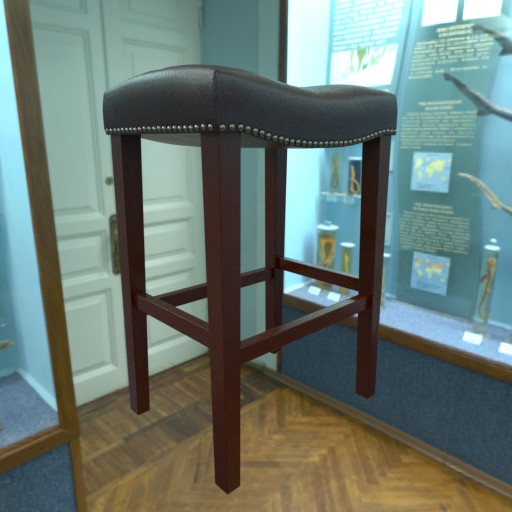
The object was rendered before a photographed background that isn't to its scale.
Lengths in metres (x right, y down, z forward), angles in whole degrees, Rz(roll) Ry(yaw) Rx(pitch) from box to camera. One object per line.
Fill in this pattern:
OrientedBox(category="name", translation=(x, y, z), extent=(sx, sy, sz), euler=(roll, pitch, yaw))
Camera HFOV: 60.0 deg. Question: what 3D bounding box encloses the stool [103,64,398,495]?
OrientedBox(category="stool", translation=(0.000, 0.000, 0.993), extent=(0.504, 0.742, 0.372), euler=(-13, 20, -41))
